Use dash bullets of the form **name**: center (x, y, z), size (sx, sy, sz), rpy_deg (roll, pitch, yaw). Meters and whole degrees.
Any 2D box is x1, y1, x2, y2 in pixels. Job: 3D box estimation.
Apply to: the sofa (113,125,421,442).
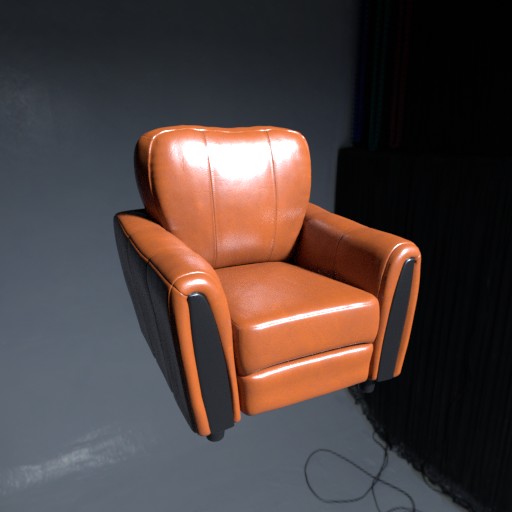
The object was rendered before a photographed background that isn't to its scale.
- **sofa**: center (0.000, 0.000, 1.538), size (0.836, 0.876, 0.789), rpy_deg (-8, 17, -26)
